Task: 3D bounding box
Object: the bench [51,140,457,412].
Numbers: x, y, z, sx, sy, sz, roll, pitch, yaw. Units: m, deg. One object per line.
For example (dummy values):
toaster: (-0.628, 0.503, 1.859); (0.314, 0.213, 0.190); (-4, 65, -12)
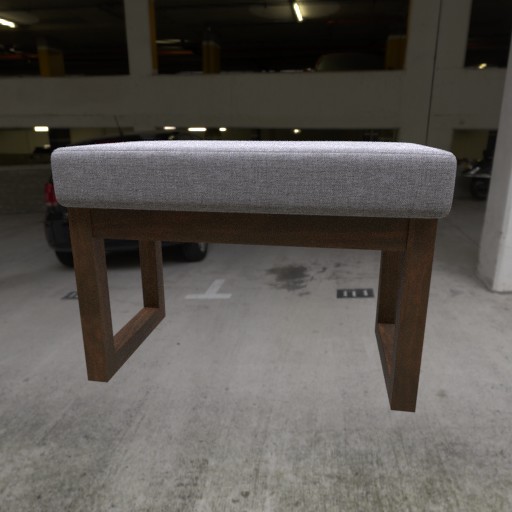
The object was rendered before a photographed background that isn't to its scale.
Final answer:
bench: (0.000, 0.000, 0.948); (0.681, 0.467, 0.366); (3, 17, 9)
